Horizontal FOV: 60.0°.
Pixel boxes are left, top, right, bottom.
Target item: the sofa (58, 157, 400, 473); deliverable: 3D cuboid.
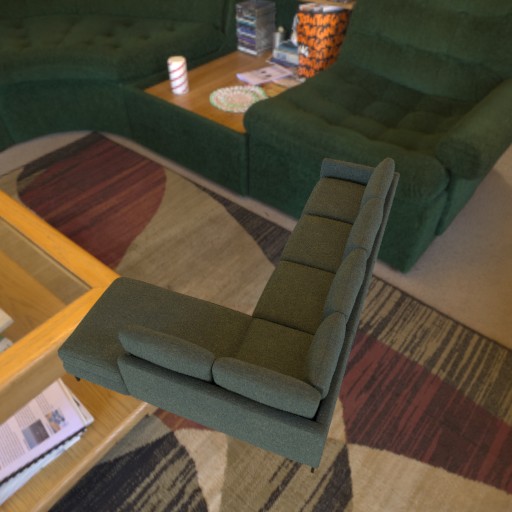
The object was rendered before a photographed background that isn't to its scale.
[{"bbox_3d":[0.000,0.000,3.920,2.007,0.815,2.949,16,47,15],"label":"sofa"}]
